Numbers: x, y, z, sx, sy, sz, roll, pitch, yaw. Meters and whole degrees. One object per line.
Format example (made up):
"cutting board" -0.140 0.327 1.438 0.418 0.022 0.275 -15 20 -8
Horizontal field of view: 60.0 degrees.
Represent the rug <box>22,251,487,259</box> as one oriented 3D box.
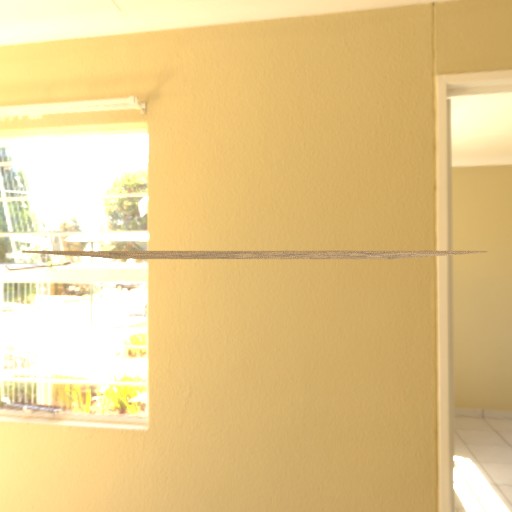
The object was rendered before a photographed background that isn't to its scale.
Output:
"rug" 0.000 0.000 2.917 2.284 0.008 1.522 0 -2 0
